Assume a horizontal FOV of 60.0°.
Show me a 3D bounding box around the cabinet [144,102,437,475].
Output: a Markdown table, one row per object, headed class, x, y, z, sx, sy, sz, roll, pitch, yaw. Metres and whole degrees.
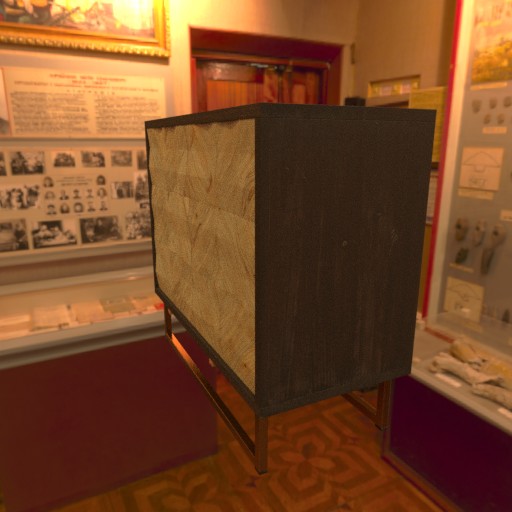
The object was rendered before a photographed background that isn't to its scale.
| class | x | y | z | sx | sy | sz | roll | pitch | yaw |
| --- | --- | --- | --- | --- | --- | --- | --- | --- | --- |
| cabinet | 0.000 | 0.000 | 1.433 | 0.451 | 0.860 | 0.950 | -7 | 16 | -25 |
